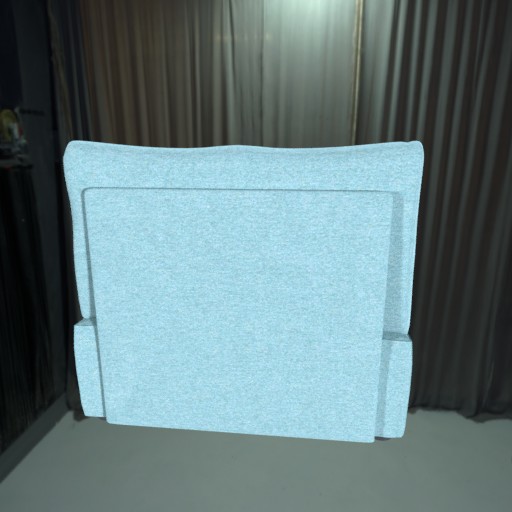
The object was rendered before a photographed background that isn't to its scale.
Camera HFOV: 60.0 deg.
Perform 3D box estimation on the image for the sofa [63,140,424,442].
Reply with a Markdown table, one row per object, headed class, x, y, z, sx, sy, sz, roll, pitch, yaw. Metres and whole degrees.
| class | x | y | z | sx | sy | sz | roll | pitch | yaw |
| --- | --- | --- | --- | --- | --- | --- | --- | --- | --- |
| sofa | 0.000 | 0.000 | 1.627 | 0.930 | 0.820 | 1.000 | 2 | 15 | 6 |
